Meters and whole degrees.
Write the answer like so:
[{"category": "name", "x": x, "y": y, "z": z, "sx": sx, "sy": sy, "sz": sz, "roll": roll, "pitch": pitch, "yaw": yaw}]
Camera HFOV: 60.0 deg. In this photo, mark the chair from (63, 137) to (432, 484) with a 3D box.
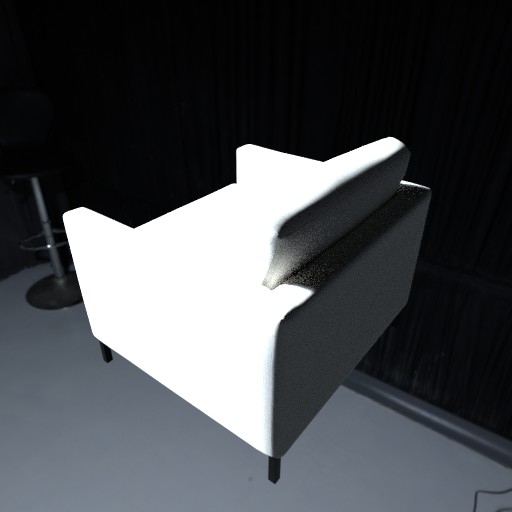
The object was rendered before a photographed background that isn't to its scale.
[{"category": "chair", "x": 0.000, "y": 0.000, "z": 1.595, "sx": 0.875, "sy": 0.806, "sz": 0.964, "roll": 22, "pitch": 37, "yaw": 32}]
